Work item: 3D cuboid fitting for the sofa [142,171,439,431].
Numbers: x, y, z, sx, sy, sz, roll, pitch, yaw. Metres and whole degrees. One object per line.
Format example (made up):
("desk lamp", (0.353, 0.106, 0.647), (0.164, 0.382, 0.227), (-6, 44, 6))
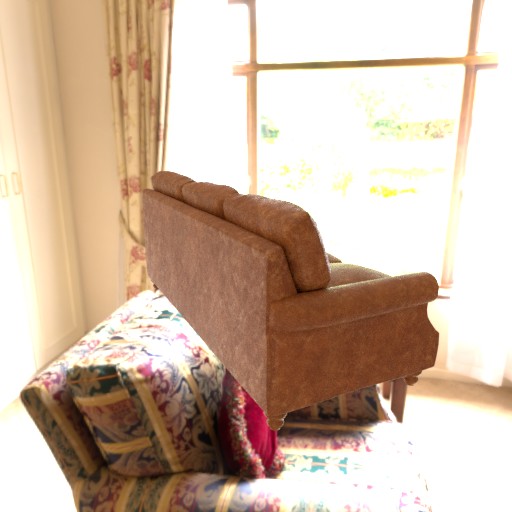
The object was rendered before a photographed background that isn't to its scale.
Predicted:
("sofa", (0.000, 0.000, 2.873), (0.973, 0.977, 2.351), (-8, 17, -26))
